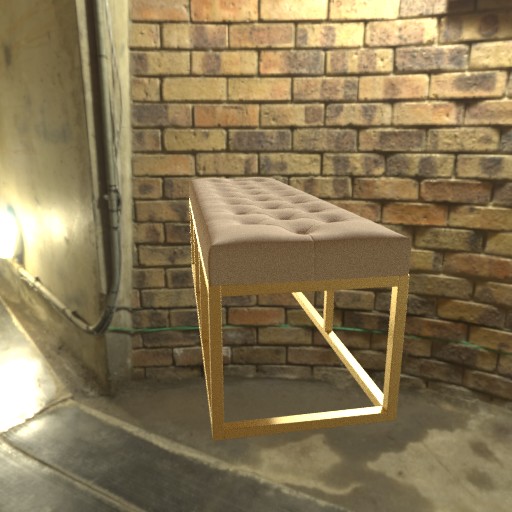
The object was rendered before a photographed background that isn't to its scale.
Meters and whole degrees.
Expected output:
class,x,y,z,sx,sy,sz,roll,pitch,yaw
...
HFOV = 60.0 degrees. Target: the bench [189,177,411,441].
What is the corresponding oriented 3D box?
class,x,y,z,sx,sy,sz,roll,pitch,yaw
bench,0.000,0.000,1.705,0.457,0.484,1.473,-3,15,-9
